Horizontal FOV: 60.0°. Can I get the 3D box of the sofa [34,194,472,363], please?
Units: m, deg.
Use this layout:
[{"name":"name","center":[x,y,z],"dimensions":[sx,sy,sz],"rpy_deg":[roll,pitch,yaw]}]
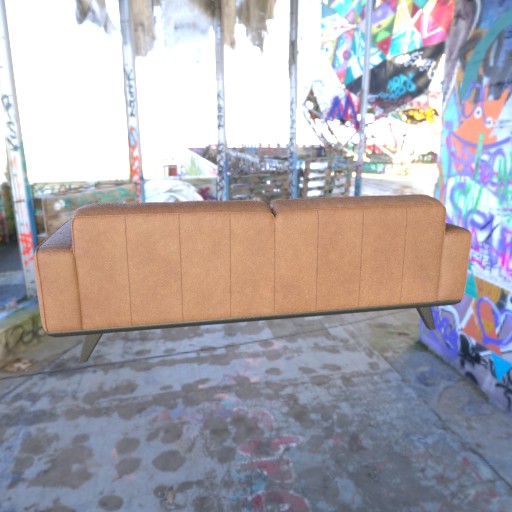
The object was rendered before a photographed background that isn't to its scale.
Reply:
[{"name":"sofa","center":[0.000,0.000,2.679],"dimensions":[2.270,0.780,0.953],"rpy_deg":[-3,15,-11]}]
